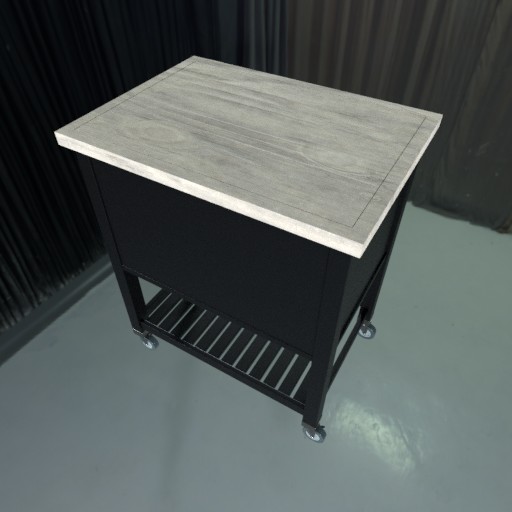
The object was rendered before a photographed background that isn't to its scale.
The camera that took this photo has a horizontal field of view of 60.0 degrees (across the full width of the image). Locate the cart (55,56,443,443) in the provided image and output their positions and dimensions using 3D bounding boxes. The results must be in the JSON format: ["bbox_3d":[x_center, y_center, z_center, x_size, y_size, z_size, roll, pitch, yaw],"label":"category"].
[{"bbox_3d":[0.000,0.000,1.421,0.797,0.920,0.567,22,49,21],"label":"cart"}]
